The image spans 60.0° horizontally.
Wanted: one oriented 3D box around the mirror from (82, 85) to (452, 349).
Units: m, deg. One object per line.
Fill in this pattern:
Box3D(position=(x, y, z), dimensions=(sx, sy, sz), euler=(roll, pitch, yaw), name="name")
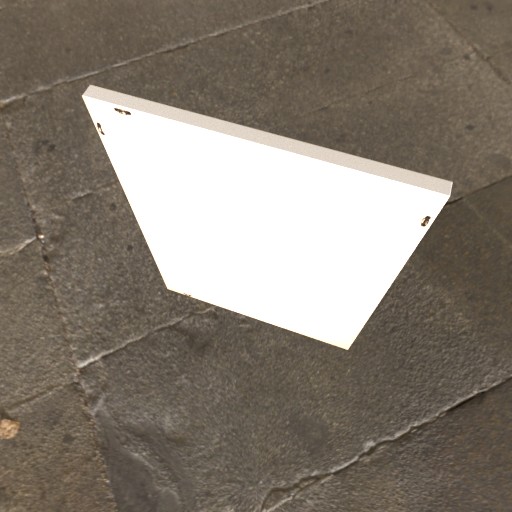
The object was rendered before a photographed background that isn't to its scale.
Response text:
Box3D(position=(0.000, 0.000, 1.325), dimensions=(0.762, 1.016, 0.040), euler=(17, 64, 9), name="mirror")
